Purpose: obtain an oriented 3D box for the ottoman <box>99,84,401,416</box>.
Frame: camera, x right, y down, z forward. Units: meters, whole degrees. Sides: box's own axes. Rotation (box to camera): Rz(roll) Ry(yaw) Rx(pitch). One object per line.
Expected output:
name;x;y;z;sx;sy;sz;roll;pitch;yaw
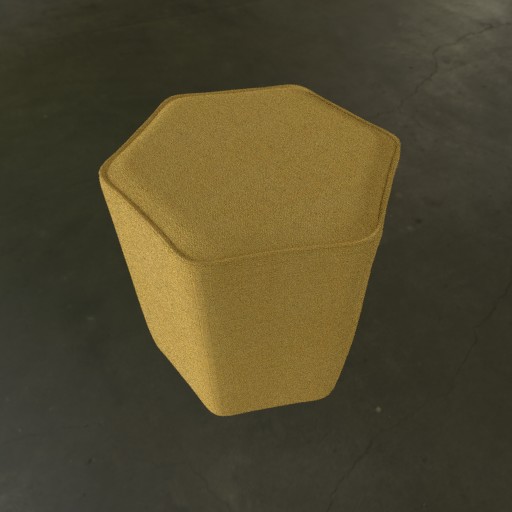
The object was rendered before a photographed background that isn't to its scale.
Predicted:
ottoman;0.000;0.000;0.883;0.443;0.502;0.494;-32;56;-26
